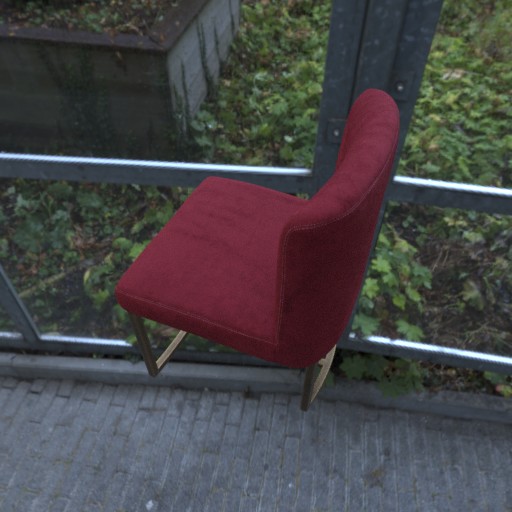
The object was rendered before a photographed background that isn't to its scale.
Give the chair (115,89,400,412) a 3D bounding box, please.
[{"bbox_3d":[0.000,0.000,1.178,0.560,0.824,0.530,17,49,16],"label":"chair"}]
